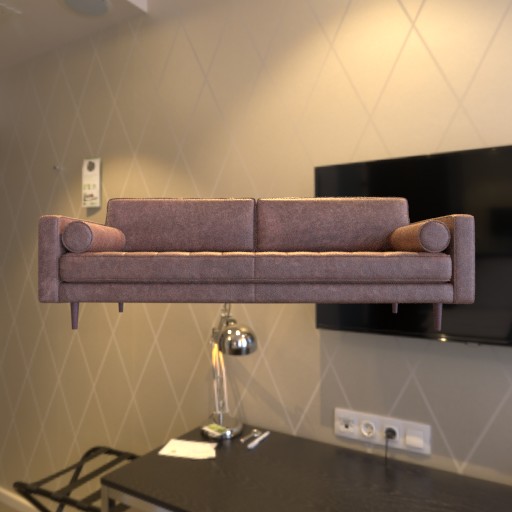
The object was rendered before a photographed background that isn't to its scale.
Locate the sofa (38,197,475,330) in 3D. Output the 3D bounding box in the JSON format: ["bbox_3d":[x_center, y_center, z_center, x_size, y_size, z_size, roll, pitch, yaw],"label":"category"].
[{"bbox_3d":[0.000,0.000,2.642,2.210,0.762,0.914,0,0,1],"label":"sofa"}]
